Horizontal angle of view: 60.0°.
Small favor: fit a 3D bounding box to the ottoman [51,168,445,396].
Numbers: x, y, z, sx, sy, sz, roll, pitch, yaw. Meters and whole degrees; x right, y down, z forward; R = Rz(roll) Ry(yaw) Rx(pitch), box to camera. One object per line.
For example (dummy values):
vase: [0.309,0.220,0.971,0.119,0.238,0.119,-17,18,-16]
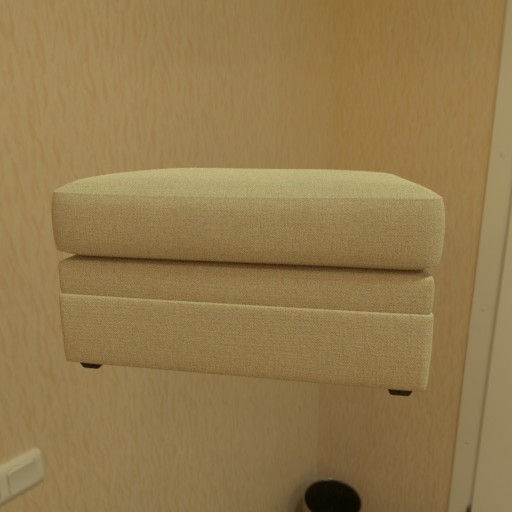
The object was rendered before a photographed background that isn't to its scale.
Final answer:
ottoman: [0.000,0.000,1.253,0.885,0.478,0.637,2,14,10]
